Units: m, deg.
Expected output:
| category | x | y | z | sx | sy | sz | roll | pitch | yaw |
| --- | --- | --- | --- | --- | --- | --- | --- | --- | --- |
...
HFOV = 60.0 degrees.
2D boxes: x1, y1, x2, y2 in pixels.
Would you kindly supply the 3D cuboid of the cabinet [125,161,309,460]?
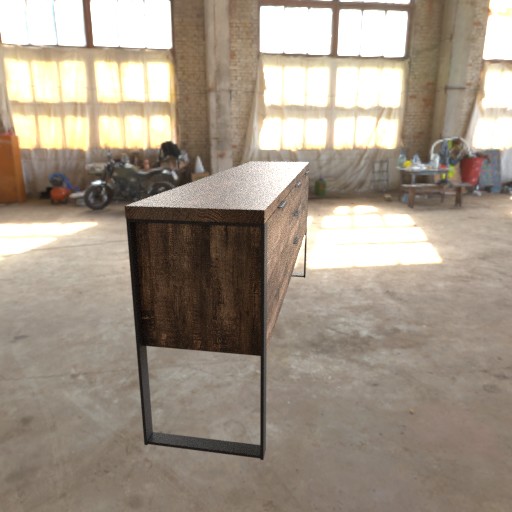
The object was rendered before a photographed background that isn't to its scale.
| category | x | y | z | sx | sy | sz | roll | pitch | yaw |
| --- | --- | --- | --- | --- | --- | --- | --- | --- | --- |
| cabinet | 0.000 | 0.000 | 2.113 | 0.395 | 0.762 | 1.800 | 3 | 16 | 10 |
